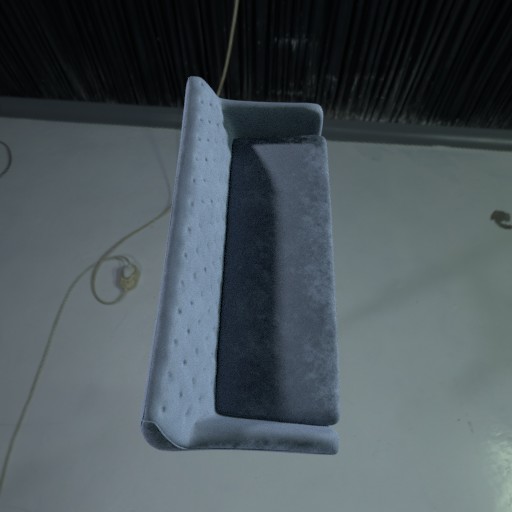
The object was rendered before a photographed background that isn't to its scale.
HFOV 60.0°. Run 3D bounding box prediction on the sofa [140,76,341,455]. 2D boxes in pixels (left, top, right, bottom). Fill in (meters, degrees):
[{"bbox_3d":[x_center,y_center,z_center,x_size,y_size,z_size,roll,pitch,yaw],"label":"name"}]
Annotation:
[{"bbox_3d":[0.000,0.000,2.406,0.841,0.832,1.975,2,63,1],"label":"sofa"}]
